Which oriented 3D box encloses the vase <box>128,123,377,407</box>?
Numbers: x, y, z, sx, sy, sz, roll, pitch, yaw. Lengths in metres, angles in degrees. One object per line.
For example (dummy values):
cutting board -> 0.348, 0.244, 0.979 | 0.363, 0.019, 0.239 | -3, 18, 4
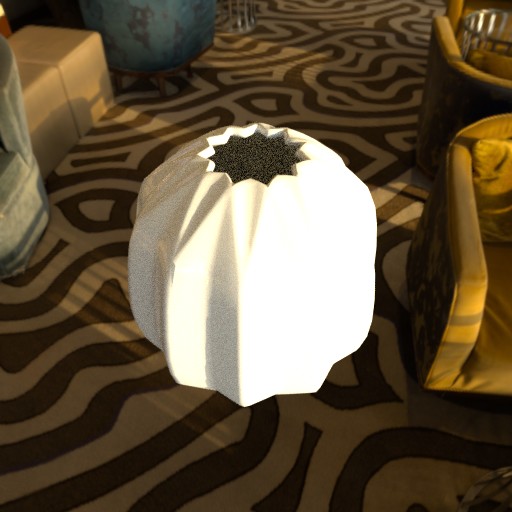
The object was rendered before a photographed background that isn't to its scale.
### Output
vase -> 0.000, 0.000, 0.245 | 0.139, 0.134, 0.139 | 0, 46, 0
